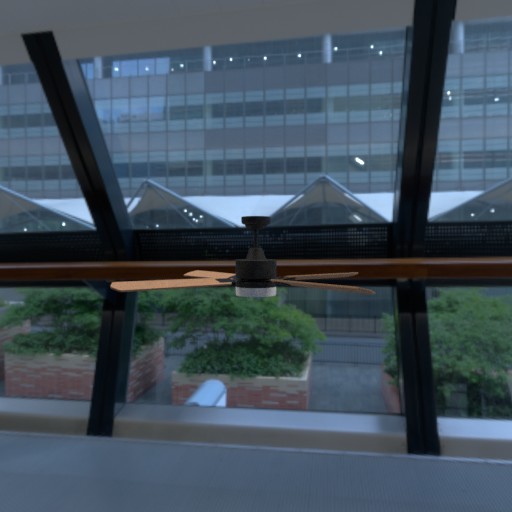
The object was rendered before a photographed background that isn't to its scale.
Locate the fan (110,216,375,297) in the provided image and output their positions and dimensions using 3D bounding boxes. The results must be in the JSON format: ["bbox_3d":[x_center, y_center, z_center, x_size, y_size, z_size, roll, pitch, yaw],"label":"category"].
[{"bbox_3d":[0.000,0.000,2.020,1.320,0.355,1.320,-1,1,-36],"label":"fan"}]
